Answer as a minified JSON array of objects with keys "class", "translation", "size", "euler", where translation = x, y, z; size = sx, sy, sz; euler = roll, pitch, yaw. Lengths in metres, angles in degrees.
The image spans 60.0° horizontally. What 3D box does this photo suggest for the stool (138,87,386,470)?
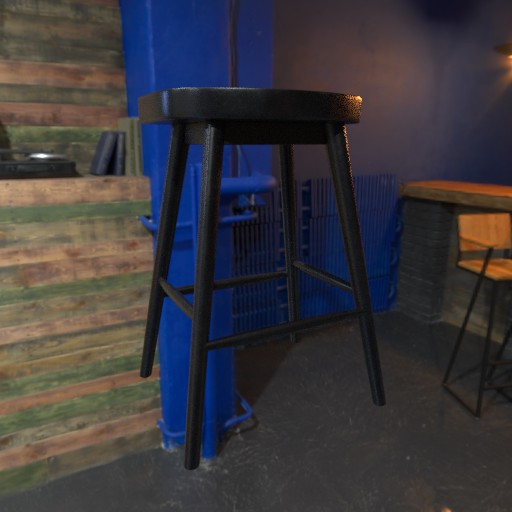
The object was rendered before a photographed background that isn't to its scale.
[{"class":"stool","translation":[0.000,0.000,0.910],"size":[0.440,0.615,0.361],"euler":[-7,16,-26]}]
